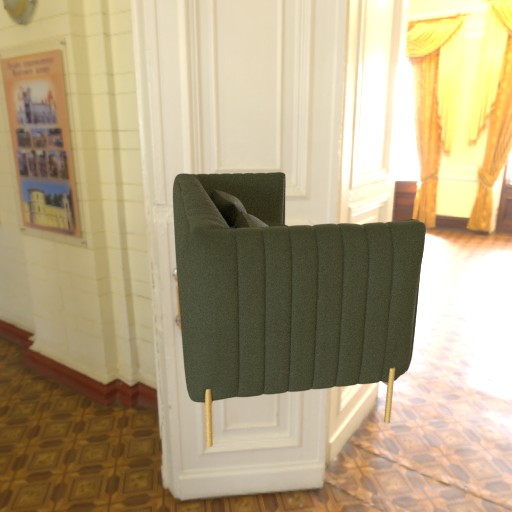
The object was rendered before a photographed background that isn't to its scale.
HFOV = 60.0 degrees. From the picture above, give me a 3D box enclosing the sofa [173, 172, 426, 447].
[{"bbox_3d":[0.000,0.000,2.542,0.896,0.793,2.137,-3,16,-11],"label":"sofa"}]
